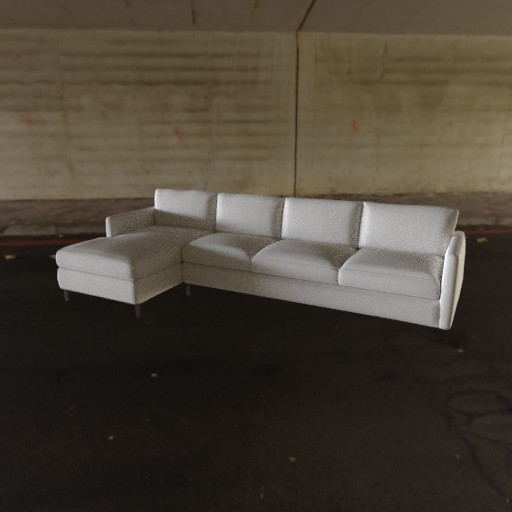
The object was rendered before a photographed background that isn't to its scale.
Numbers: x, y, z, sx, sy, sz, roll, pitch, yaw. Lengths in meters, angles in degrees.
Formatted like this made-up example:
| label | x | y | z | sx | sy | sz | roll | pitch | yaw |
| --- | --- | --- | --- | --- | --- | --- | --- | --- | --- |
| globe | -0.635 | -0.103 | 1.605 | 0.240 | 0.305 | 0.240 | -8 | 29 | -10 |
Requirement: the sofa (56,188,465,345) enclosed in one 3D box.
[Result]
| label | x | y | z | sx | sy | sz | roll | pitch | yaw |
| --- | --- | --- | --- | --- | --- | --- | --- | --- | --- |
| sofa | 0.000 | 0.000 | 3.752 | 3.186 | 0.875 | 1.467 | 8 | 17 | 25 |
